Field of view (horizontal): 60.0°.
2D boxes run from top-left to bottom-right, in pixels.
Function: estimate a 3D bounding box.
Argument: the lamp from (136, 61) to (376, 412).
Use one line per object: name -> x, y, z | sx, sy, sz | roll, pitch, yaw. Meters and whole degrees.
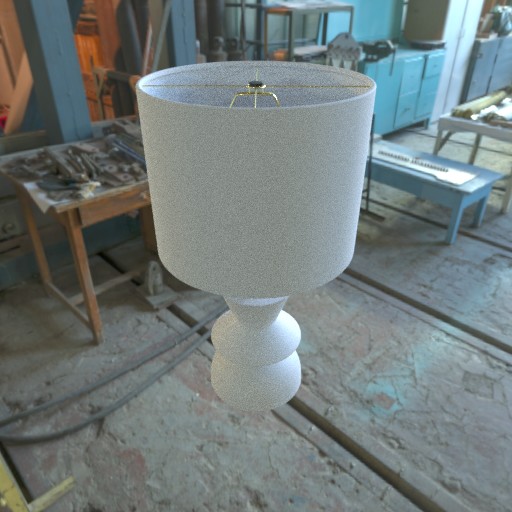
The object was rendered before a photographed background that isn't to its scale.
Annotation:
lamp -> 0.000, 0.000, 0.708 | 0.301, 0.533, 0.301 | 0, 32, 1
